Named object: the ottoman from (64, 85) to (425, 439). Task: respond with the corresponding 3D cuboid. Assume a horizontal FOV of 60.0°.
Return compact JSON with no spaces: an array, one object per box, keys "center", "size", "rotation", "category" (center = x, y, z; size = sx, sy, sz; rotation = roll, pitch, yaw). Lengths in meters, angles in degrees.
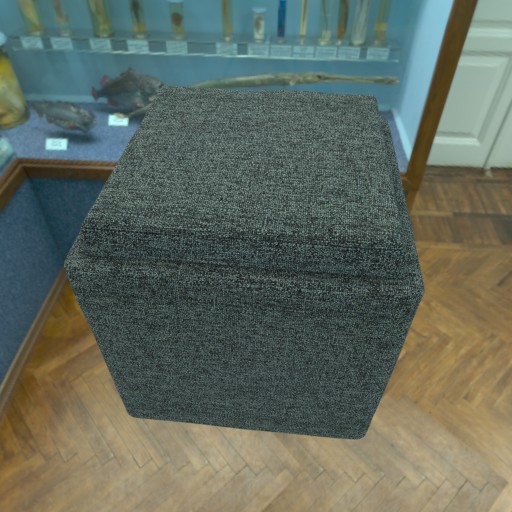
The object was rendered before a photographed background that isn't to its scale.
[{"center":[0.000,0.000,0.801],"size":[0.450,0.463,0.450],"rotation":[4,45,4],"category":"ottoman"}]
